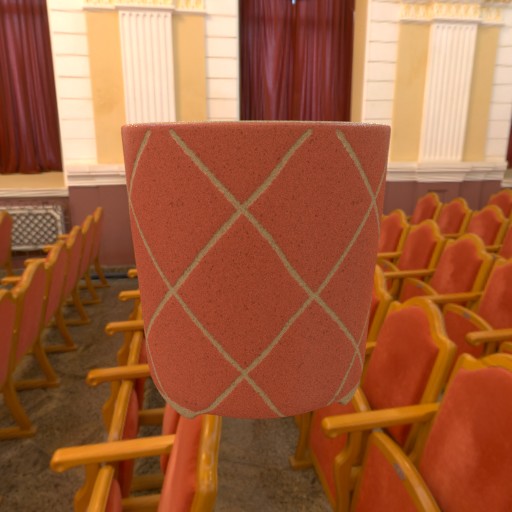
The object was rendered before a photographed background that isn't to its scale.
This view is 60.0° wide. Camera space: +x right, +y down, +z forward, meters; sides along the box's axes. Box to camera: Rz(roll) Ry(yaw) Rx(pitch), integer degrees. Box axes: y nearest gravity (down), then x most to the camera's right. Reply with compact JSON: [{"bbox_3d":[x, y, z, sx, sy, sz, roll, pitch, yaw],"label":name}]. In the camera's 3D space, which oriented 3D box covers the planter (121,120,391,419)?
[{"bbox_3d":[0.000,0.000,0.417,0.227,0.235,0.227,0,15,0],"label":"planter"}]
